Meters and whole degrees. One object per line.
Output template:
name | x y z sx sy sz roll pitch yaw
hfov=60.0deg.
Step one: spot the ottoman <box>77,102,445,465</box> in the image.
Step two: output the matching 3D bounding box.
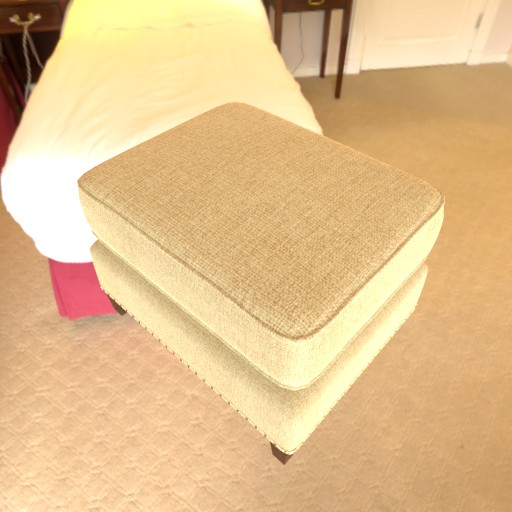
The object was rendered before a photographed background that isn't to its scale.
ottoman | 0.000 0.000 1.172 0.738 0.537 0.589 33 54 28
